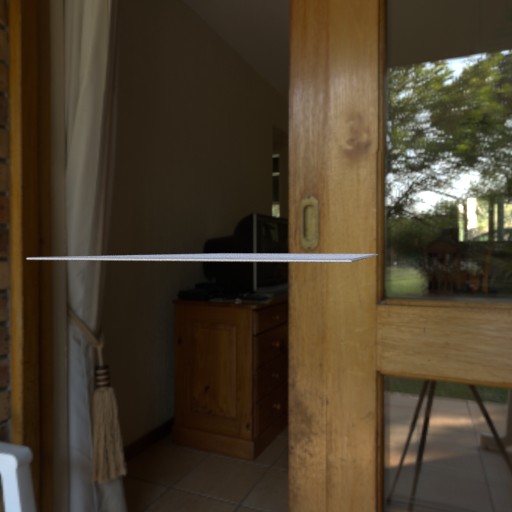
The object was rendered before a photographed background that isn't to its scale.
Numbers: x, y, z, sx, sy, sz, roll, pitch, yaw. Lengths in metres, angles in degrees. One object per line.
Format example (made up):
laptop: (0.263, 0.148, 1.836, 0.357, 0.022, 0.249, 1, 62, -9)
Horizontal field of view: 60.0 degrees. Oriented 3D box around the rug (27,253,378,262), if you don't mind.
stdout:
rug: (0.000, 0.000, 3.048, 1.524, 0.012, 2.438, 0, 1, 18)
